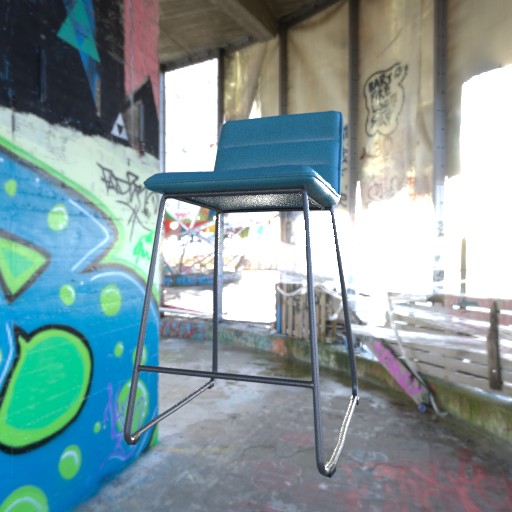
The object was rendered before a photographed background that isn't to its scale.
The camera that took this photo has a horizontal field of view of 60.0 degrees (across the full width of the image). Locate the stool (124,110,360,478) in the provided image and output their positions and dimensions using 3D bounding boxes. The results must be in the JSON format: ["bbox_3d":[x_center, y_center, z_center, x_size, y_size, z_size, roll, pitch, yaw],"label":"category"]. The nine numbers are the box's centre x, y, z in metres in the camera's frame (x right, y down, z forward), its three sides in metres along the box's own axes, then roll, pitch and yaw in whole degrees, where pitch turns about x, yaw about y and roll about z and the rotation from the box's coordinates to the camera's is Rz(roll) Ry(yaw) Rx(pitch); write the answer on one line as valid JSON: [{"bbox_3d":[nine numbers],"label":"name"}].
[{"bbox_3d":[0.000,0.000,1.160,0.489,0.866,0.524,0,1,19],"label":"stool"}]
